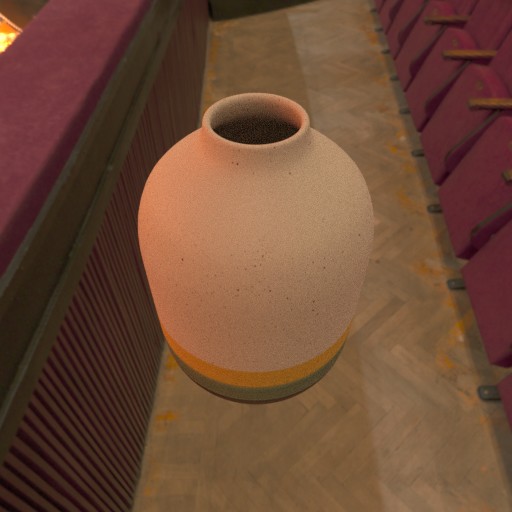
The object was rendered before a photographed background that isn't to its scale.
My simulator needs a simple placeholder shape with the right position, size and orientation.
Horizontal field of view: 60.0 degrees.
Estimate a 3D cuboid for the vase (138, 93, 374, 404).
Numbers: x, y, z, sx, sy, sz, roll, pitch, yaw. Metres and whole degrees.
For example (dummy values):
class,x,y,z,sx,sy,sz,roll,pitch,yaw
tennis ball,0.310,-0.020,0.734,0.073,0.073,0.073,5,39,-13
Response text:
class,x,y,z,sx,sy,sz,roll,pitch,yaw
vase,0.000,0.000,0.350,0.169,0.240,0.169,0,47,0
